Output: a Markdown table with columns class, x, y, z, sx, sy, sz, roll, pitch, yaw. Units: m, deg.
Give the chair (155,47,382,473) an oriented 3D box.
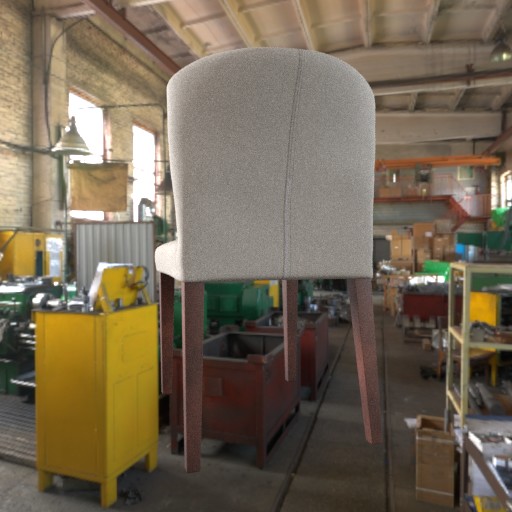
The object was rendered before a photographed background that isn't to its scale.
| class | x | y | z | sx | sy | sz | roll | pitch | yaw |
| --- | --- | --- | --- | --- | --- | --- | --- | --- | --- |
| chair | 0.000 | 0.000 | 1.159 | 0.491 | 0.839 | 0.592 | 0 | 1 | -18 |
